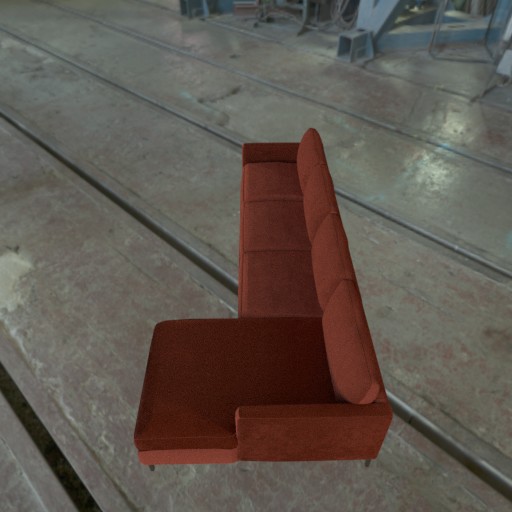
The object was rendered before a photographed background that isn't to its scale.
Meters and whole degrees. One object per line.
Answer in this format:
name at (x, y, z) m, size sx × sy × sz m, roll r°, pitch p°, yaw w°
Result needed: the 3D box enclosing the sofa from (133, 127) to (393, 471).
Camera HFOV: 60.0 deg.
sofa at (0.000, 0.000, 3.395) m, size 1.350 × 0.810 × 2.932 m, roll 0°, pitch 42°, yaw 0°
